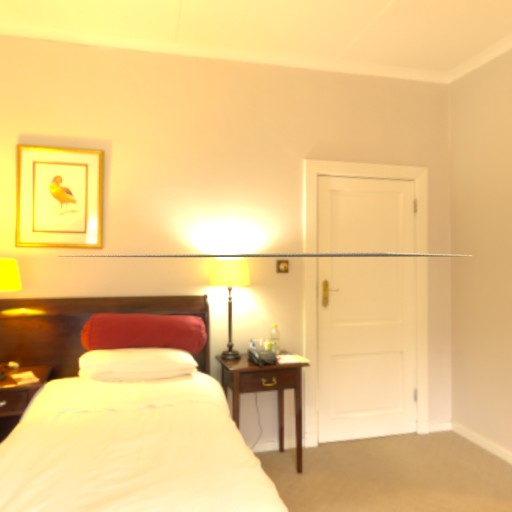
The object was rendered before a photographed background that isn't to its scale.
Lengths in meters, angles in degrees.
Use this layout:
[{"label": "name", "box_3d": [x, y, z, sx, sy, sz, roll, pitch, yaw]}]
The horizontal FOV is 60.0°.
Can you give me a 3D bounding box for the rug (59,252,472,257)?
[{"label": "rug", "box_3d": [0.000, 0.000, 3.051, 2.438, 0.008, 1.523, 0, -1, 37]}]
